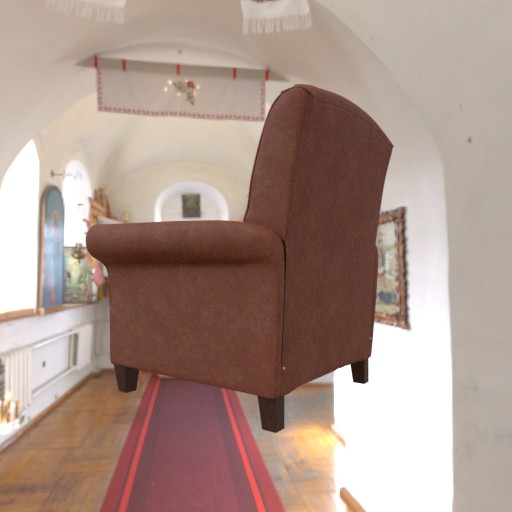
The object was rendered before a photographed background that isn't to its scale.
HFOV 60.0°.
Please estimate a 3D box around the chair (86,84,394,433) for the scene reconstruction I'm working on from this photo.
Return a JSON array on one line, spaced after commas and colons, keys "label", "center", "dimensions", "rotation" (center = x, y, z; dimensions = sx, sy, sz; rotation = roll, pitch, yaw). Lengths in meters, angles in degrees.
[{"label": "chair", "center": [0.000, 0.000, 1.793], "dimensions": [0.902, 1.061, 0.978], "rotation": [-1, -2, 36]}]
